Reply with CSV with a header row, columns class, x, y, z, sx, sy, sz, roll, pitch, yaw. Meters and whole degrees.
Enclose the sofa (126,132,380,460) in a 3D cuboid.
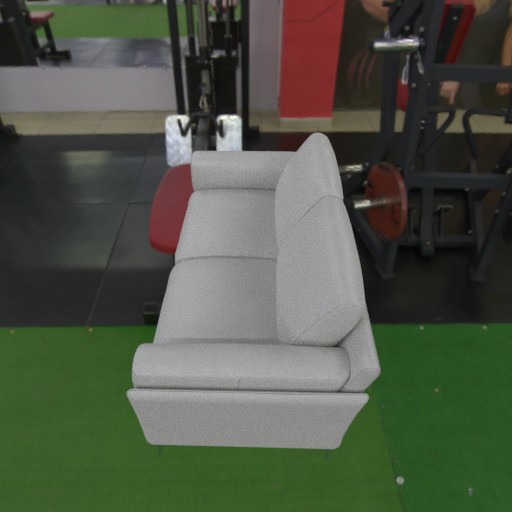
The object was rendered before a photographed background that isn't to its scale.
class,x,y,z,sx,sy,sz,roll,pitch,yaw
sofa,0.000,0.000,2.692,1.049,0.930,2.101,1,40,1
